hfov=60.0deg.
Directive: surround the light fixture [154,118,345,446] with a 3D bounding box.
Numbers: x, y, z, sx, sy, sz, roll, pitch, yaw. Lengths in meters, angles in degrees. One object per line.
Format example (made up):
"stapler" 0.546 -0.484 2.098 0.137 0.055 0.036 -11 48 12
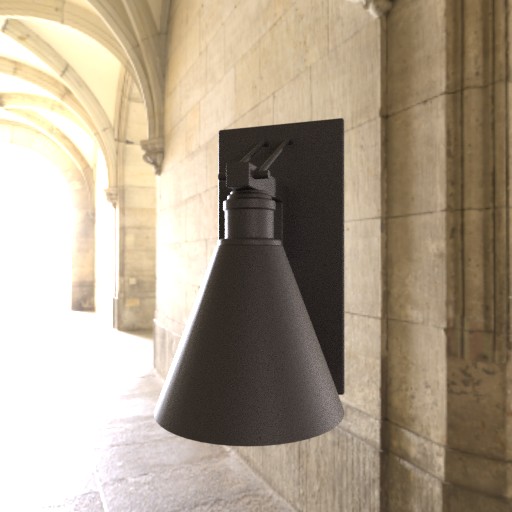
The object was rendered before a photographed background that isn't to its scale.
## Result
"light fixture" 0.000 0.000 0.423 0.170 0.298 0.207 0 0 18
